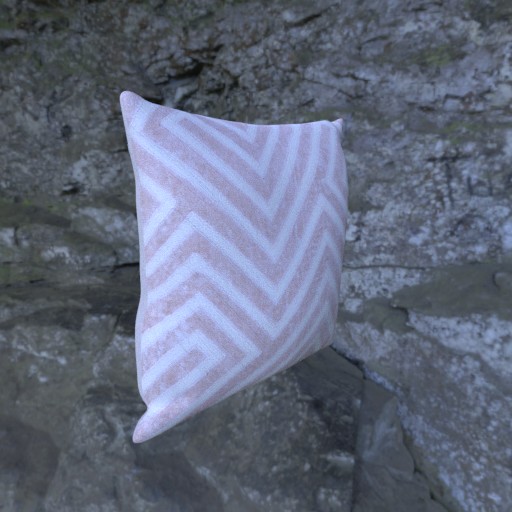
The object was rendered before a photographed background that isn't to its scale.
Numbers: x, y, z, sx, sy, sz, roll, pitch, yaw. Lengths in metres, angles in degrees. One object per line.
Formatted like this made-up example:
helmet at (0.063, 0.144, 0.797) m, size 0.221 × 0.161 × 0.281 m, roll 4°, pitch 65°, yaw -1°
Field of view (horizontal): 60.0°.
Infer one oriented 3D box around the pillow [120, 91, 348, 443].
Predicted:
pillow at (0.000, 0.000, 0.679) m, size 0.182 × 0.441 × 0.440 m, roll 12°, pitch 18°, yaw 43°
